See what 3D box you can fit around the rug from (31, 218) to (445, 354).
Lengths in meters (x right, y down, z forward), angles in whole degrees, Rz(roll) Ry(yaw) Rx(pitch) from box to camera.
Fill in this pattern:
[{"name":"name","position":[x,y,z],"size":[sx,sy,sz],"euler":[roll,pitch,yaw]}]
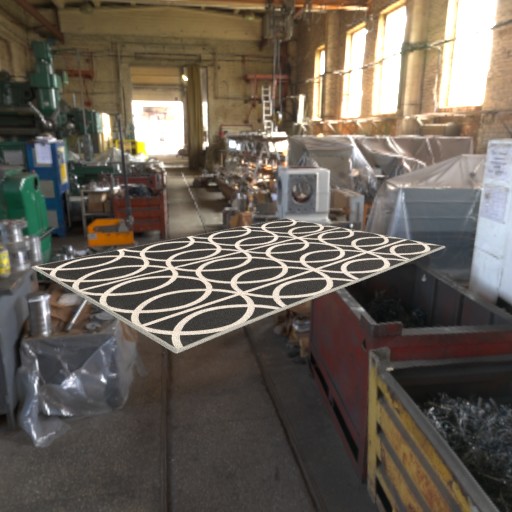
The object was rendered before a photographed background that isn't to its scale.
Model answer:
[{"name":"rug","position":[0.000,0.000,2.907],"size":[2.294,0.014,1.528],"euler":[-14,21,-42]}]
